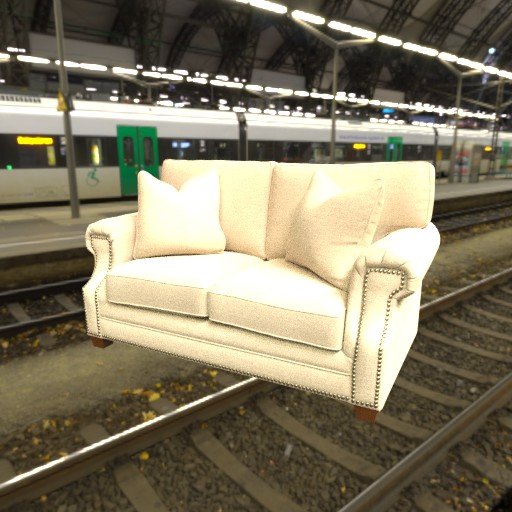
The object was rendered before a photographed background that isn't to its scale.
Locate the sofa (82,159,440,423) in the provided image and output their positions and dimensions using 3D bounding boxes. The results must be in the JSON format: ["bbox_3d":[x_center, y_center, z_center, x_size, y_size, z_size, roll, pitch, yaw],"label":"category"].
[{"bbox_3d":[0.000,0.000,2.292,1.701,0.966,0.966,7,15,27],"label":"sofa"}]
